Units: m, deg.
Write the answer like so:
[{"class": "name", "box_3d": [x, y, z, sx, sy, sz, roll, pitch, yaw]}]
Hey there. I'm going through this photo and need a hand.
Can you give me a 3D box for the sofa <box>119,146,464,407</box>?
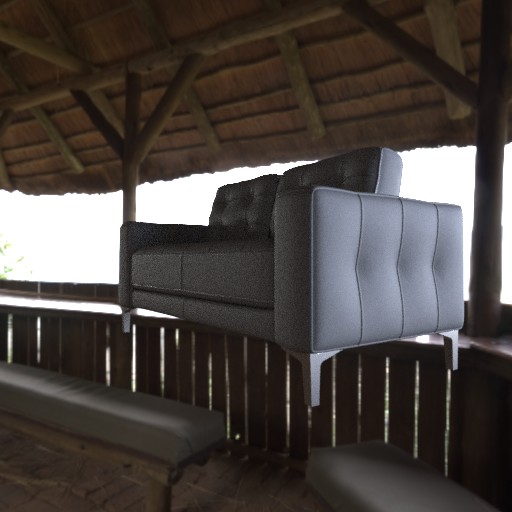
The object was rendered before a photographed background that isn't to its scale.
[{"class": "sofa", "box_3d": [0.000, 0.000, 2.187, 0.833, 0.892, 1.726, 0, -1, -35]}]
